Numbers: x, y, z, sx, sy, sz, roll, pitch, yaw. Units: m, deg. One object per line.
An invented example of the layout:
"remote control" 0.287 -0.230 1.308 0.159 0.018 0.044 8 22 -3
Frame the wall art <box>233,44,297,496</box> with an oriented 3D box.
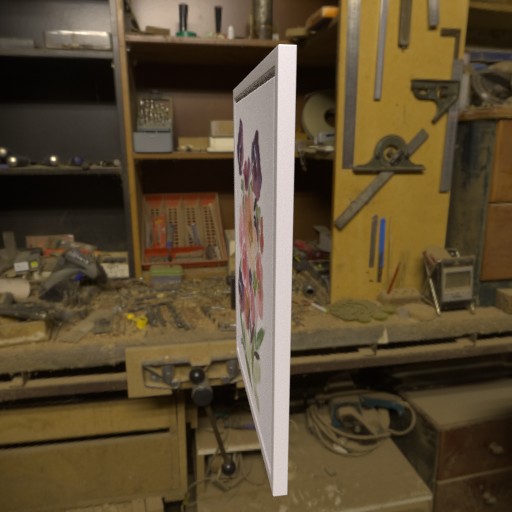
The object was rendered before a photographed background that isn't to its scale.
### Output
"wall art" 0.000 0.000 1.381 0.042 1.056 0.805 -2 15 -9
